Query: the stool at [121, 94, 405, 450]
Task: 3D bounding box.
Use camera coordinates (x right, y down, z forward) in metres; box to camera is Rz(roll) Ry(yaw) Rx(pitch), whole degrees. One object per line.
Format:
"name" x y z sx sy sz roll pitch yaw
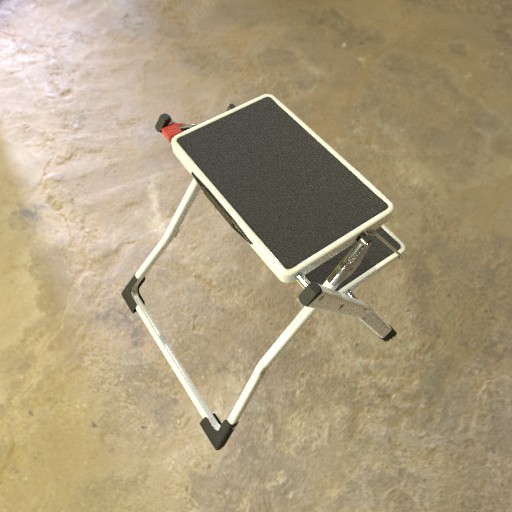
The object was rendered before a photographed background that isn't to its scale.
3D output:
"stool" 0.000 0.000 0.851 0.490 0.445 0.485 -31 63 -18
